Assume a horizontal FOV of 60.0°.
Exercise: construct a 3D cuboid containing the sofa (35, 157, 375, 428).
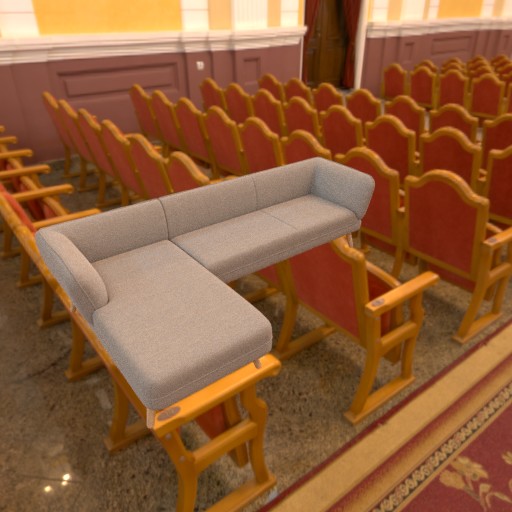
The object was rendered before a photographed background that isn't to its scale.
[{"bbox_3d":[0.000,0.000,3.319,2.653,0.693,1.532,-21,36,-32],"label":"sofa"}]
